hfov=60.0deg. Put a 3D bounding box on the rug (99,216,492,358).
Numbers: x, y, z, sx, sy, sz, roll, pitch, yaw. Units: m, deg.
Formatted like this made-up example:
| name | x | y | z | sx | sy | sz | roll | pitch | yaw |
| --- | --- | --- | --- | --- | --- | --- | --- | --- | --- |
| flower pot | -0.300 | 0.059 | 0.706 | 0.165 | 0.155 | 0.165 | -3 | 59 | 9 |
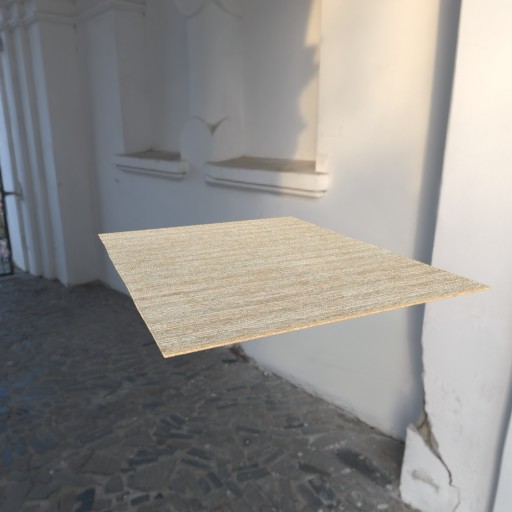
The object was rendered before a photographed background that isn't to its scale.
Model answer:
| name | x | y | z | sx | sy | sz | roll | pitch | yaw |
| --- | --- | --- | --- | --- | --- | --- | --- | --- | --- |
| rug | 0.000 | 0.000 | 4.112 | 2.471 | 0.012 | 3.034 | -7 | 18 | -24 |
